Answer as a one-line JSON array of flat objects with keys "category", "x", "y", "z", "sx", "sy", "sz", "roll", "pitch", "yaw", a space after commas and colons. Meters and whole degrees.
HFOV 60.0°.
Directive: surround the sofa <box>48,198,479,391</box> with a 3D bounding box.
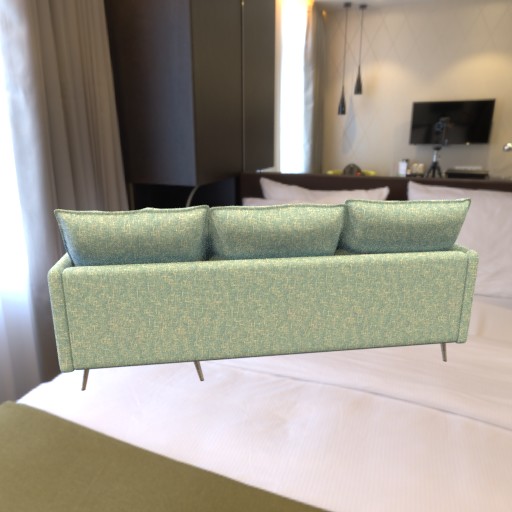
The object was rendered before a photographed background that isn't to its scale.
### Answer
[{"category": "sofa", "x": 0.000, "y": 0.000, "z": 2.761, "sx": 2.034, "sy": 0.899, "sz": 1.420, "roll": -2, "pitch": 16, "yaw": -8}]
